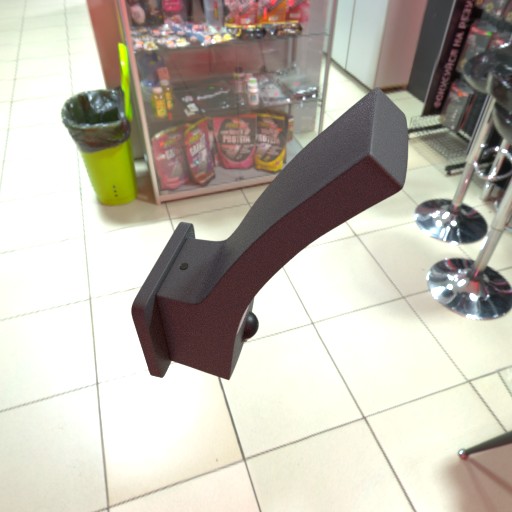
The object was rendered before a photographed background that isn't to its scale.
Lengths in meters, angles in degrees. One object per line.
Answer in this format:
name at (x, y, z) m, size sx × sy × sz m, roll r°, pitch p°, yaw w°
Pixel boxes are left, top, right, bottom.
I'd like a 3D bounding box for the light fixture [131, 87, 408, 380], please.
light fixture at (0.000, 0.000, 0.333) m, size 0.174 × 0.243 × 0.108 m, roll 10°, pitch 45°, yaw 10°
